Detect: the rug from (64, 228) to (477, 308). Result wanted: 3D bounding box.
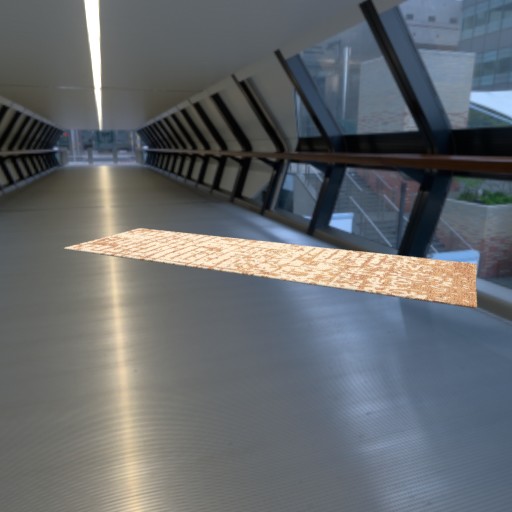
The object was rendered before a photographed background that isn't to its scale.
[{"bbox_3d":[0.000,0.000,2.711,2.435,0.011,0.750,7,16,25],"label":"rug"}]
